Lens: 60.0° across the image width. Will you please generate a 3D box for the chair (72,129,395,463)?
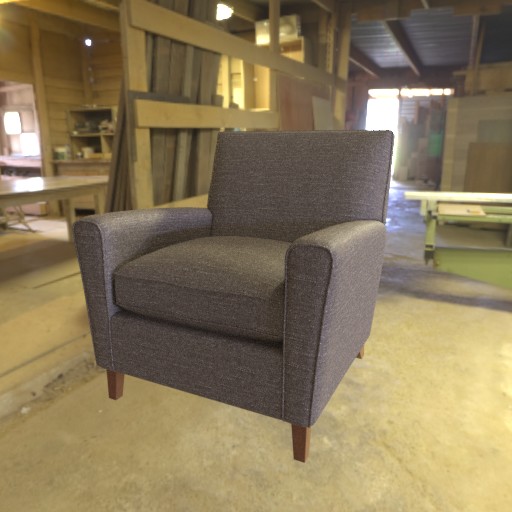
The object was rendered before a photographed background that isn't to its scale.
[{"bbox_3d":[0.000,0.000,1.592,0.838,0.885,0.875,7,16,26],"label":"chair"}]
